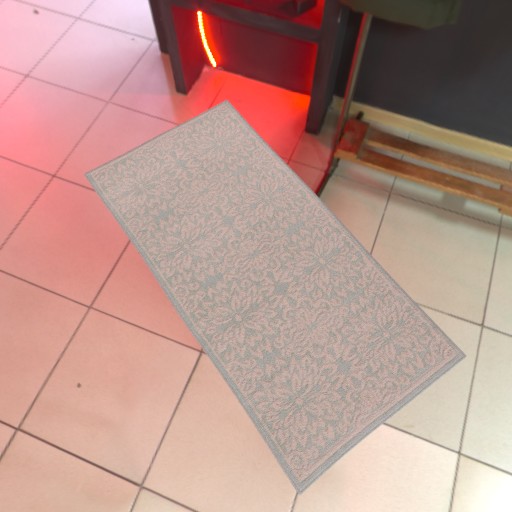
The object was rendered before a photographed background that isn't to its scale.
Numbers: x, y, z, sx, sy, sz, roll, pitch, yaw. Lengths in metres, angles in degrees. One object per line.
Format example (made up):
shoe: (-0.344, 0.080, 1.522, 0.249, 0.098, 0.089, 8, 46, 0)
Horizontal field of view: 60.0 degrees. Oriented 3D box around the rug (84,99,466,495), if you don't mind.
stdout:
rug: (0.000, 0.000, 1.404, 0.604, 0.007, 1.219, -33, 68, -15)
